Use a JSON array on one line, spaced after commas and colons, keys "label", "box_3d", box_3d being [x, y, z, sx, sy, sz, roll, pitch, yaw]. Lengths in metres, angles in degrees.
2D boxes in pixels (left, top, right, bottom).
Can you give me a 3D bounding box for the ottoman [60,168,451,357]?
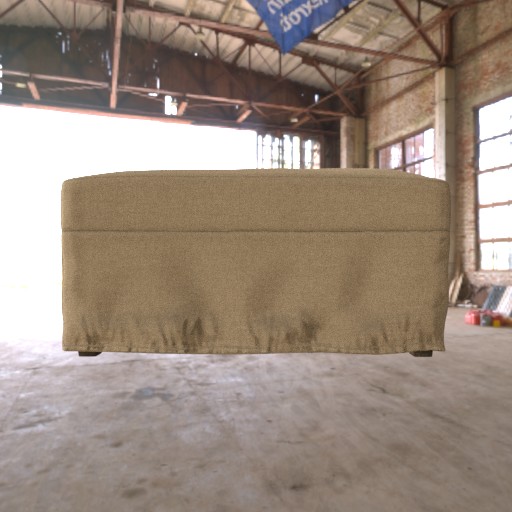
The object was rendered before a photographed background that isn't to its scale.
[{"label": "ottoman", "box_3d": [0.000, 0.000, 1.326, 0.840, 0.436, 0.843, 0, 0, 0]}]
